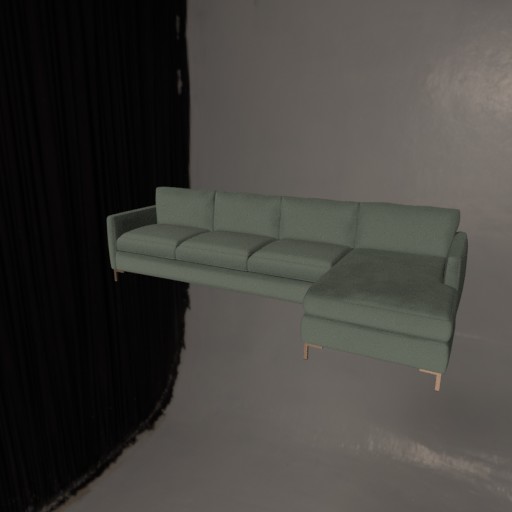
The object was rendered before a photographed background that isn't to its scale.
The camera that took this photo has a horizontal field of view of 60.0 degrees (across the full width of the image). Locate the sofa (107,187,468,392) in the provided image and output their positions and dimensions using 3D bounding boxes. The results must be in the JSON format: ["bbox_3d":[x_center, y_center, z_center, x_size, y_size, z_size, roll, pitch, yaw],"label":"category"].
[{"bbox_3d":[0.000,0.000,3.195,2.725,0.756,1.255,8,18,26],"label":"sofa"}]
